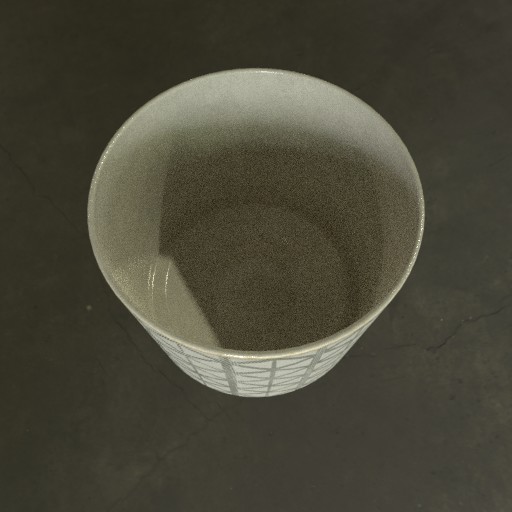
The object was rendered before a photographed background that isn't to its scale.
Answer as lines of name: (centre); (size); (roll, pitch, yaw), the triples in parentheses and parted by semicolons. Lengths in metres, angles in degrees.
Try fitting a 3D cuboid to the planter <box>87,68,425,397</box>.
planter: (0.000, 0.000, 0.334); (0.190, 0.181, 0.190); (0, 66, 0)
